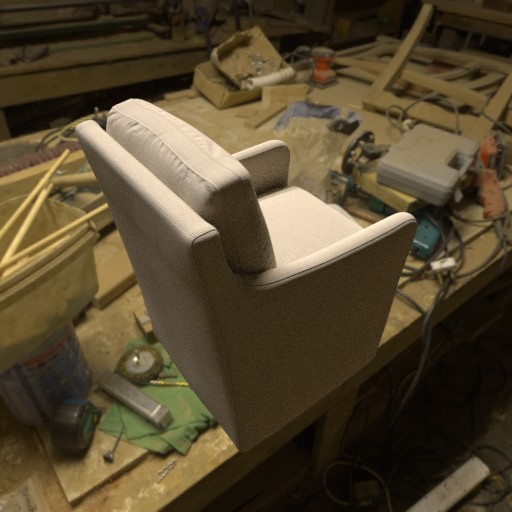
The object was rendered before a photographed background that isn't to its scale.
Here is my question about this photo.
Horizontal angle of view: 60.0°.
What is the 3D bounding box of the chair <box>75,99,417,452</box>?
[{"bbox_3d":[0.000,0.000,1.326,0.694,0.914,0.626,-26,47,-27],"label":"chair"}]
